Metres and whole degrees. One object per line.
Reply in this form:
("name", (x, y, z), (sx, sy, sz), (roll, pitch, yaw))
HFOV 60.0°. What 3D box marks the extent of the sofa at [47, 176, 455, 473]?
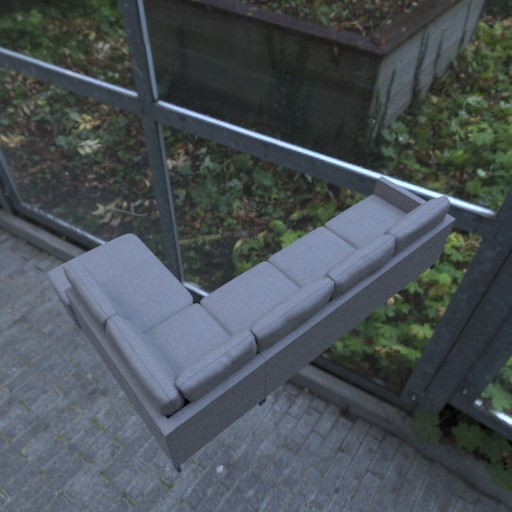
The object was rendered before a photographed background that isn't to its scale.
("sofa", (0.000, 0.000, 4.289), (3.331, 0.964, 2.077), (-31, 54, -26))
